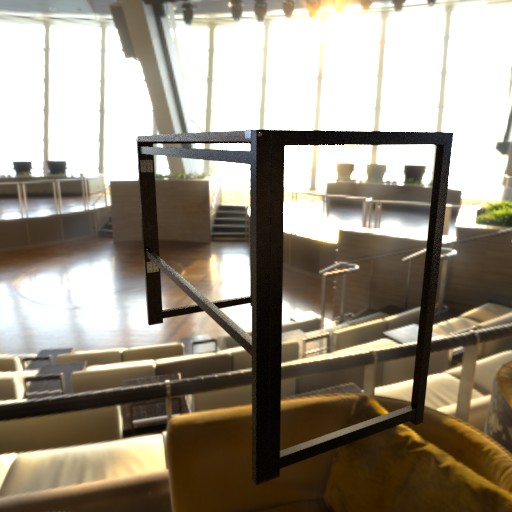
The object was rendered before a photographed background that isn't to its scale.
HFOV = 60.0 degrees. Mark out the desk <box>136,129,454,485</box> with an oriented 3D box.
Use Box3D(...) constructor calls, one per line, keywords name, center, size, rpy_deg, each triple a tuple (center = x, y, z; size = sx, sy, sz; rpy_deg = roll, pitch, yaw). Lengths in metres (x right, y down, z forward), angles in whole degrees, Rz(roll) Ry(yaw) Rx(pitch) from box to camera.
Box3D(name="desk", center=(0.000, 0.000, 1.437), size=(0.508, 0.762, 1.016), rpy_deg=(-7, 16, -26))
